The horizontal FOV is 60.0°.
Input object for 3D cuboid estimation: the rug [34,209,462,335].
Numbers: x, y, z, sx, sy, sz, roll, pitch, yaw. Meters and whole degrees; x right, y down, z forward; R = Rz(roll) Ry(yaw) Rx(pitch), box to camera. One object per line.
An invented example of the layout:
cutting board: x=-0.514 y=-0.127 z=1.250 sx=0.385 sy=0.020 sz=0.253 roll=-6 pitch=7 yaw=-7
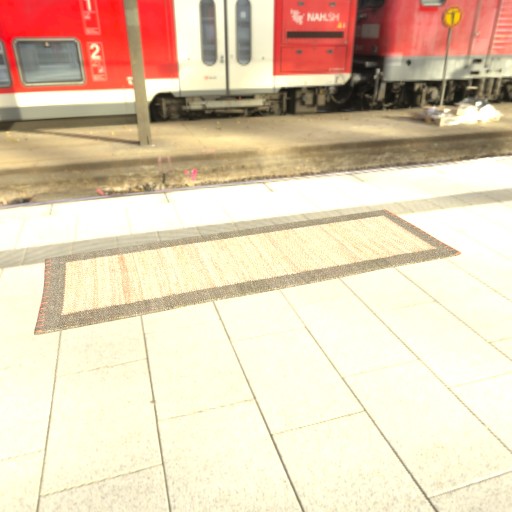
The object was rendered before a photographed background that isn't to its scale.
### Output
rug: x=0.000 y=0.000 z=2.697 sx=2.413 sy=0.016 sz=0.810 roll=-9 pitch=28 yaw=-17
